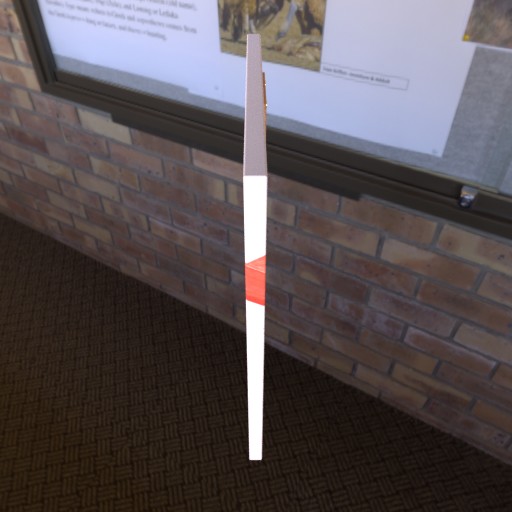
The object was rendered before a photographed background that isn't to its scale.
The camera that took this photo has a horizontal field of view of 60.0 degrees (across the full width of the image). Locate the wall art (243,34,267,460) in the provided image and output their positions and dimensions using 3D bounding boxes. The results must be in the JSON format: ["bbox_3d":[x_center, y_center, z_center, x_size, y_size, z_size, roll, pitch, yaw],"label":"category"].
[{"bbox_3d":[0.000,0.000,1.314,0.045,1.014,0.759,0,42,0],"label":"wall art"}]
